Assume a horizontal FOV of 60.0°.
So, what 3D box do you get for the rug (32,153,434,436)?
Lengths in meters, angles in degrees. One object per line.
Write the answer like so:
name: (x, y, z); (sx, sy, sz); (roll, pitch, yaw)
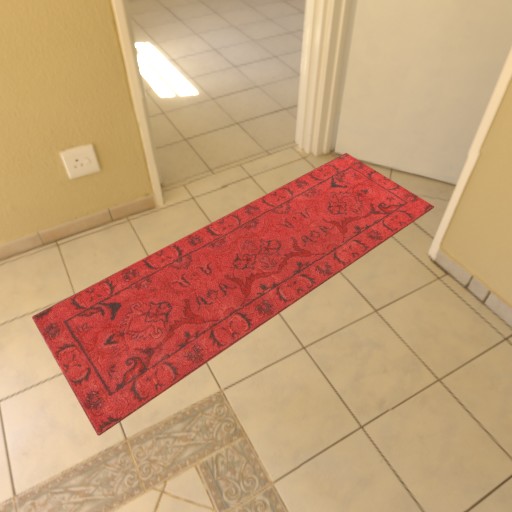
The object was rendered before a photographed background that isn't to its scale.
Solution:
rug: (0.000, 0.000, 2.684); (2.439, 0.018, 0.813); (-31, 54, -25)
